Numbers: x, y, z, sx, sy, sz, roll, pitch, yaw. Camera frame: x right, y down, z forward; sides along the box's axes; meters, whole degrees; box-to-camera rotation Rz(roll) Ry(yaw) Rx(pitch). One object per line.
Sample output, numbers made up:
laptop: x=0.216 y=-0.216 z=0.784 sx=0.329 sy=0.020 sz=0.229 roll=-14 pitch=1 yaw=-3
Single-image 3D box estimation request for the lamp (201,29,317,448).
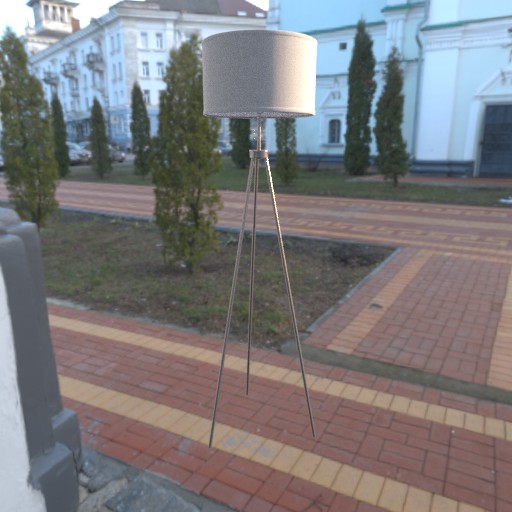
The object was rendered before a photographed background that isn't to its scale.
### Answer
lamp: x=0.000 y=0.000 z=1.742 sx=0.448 sy=1.545 sz=0.458 roll=14 pitch=20 yaw=43
